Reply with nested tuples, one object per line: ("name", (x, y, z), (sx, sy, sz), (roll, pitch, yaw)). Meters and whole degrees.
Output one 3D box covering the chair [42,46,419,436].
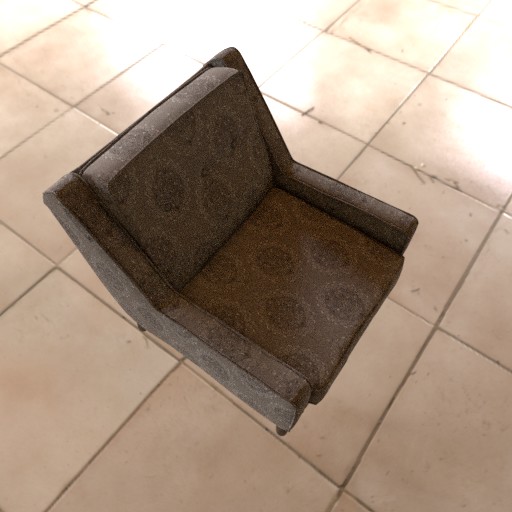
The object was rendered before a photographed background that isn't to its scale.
("chair", (0.000, 0.000, 1.305), (0.750, 0.797, 0.665), (32, 63, 18))
